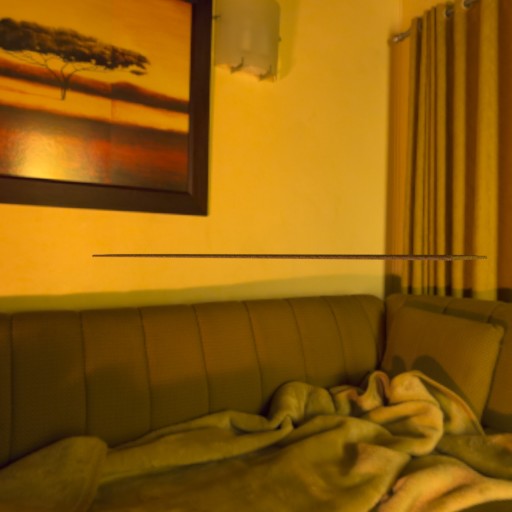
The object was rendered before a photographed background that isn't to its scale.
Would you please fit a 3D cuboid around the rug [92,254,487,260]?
[{"bbox_3d":[0.000,0.000,2.562,2.297,0.019,0.659,0,1,37],"label":"rug"}]
